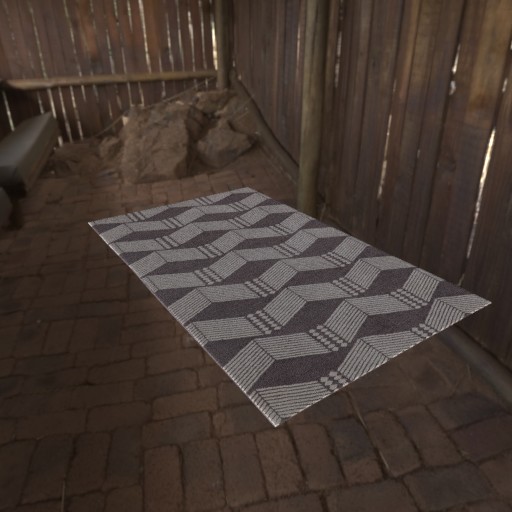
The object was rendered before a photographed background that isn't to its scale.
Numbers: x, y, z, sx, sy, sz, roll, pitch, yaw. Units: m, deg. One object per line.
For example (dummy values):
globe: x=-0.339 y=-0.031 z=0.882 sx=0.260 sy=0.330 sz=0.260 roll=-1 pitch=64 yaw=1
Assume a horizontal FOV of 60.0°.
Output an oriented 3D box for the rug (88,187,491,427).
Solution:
rug: x=0.000 y=0.000 z=2.980 sx=1.517 sy=0.011 sz=2.435 roll=-18 pitch=32 yaw=-31
